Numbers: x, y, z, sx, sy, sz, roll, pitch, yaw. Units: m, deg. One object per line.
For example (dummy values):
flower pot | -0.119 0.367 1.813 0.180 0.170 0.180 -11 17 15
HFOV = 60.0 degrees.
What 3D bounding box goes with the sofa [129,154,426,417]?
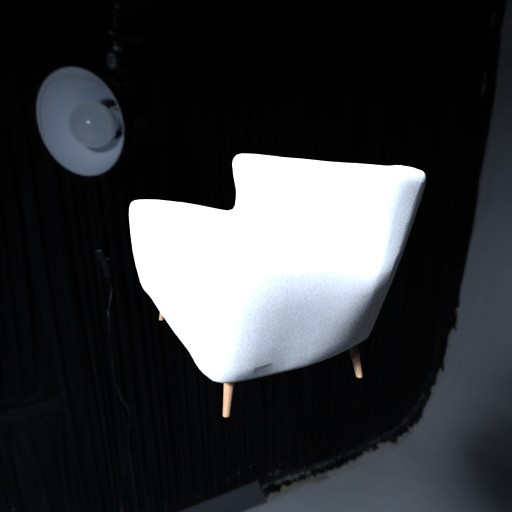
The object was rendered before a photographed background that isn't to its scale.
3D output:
sofa | 0.000 0.000 2.055 0.921 0.878 1.424 -7 17 -24
